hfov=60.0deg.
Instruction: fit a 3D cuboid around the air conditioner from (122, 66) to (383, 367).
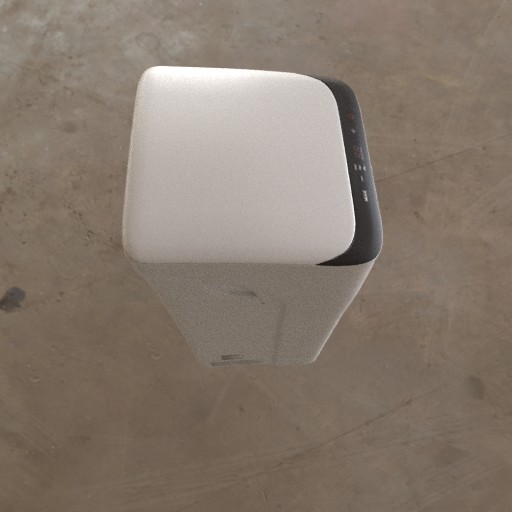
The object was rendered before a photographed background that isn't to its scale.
[{"bbox_3d":[0.000,0.000,0.943,0.369,0.716,0.352,-2,64,-1],"label":"air conditioner"}]
